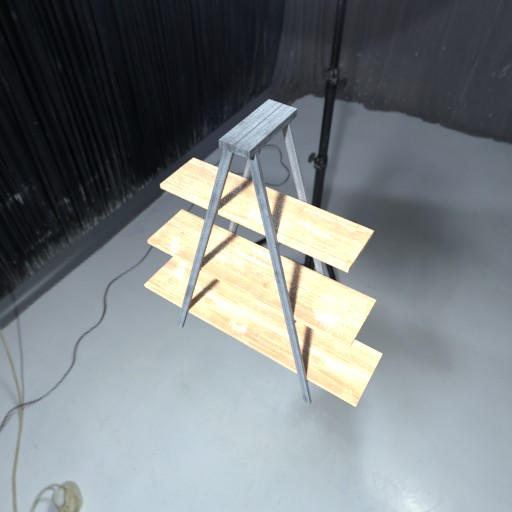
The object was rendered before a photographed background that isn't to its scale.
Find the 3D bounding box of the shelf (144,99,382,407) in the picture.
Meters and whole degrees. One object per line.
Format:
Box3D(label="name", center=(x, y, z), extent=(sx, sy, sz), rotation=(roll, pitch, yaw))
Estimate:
Box3D(label="shelf", center=(0.000, 0.000, 2.685), extent=(1.746, 1.808, 0.508), rotation=(26, 53, 21))
